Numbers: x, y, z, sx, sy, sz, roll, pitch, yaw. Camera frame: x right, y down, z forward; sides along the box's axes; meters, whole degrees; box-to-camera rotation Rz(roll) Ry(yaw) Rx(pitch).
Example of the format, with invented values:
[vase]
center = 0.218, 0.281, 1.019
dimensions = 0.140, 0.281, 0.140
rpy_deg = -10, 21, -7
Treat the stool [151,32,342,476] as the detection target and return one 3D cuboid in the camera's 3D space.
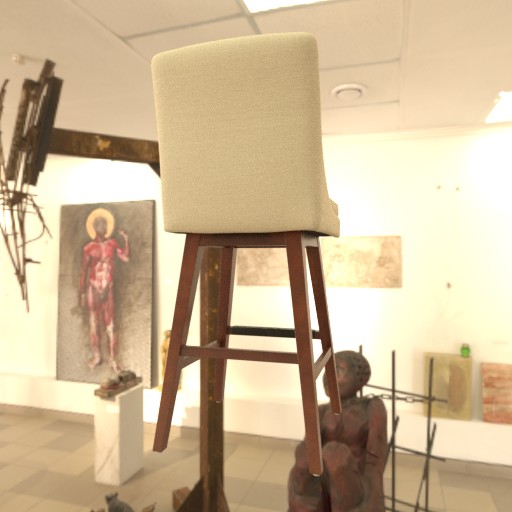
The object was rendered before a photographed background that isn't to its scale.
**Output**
[stool]
center = 0.000, 0.000, 1.371
dimensions = 0.470, 1.097, 0.559
rpy_deg = 0, 0, 17
